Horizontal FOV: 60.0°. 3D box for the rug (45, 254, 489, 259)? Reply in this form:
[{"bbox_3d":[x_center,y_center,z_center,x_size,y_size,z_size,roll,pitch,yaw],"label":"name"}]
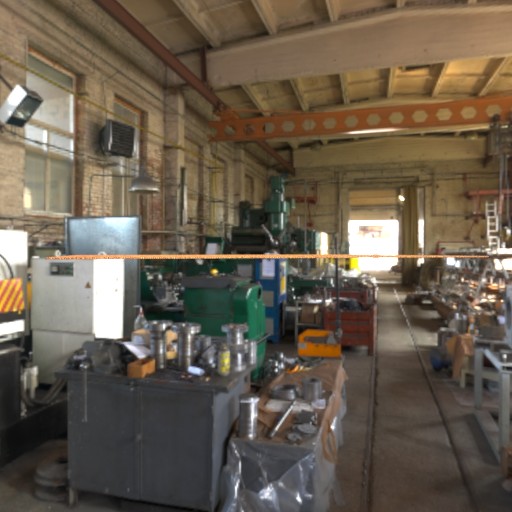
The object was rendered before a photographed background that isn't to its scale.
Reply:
[{"bbox_3d":[0.000,0.000,2.196,1.747,0.006,1.143,0,1,-18],"label":"rug"}]
